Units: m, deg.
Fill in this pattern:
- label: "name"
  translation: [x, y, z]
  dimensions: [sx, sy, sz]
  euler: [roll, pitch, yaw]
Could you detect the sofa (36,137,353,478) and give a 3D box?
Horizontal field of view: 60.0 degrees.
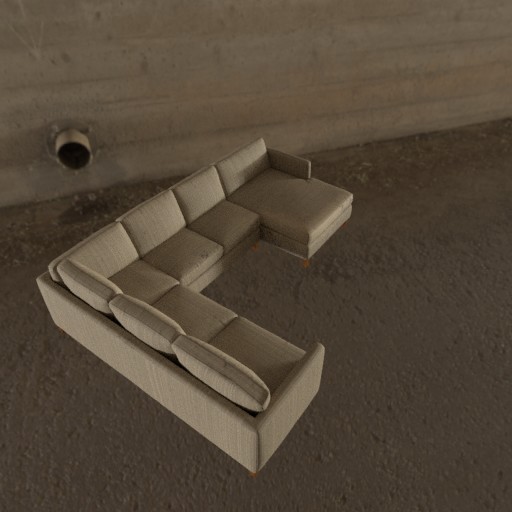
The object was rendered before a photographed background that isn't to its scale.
- label: "sofa"
  translation: [0.000, 0.000, 4.723]
  dimensions: [2.594, 0.961, 3.460]
  euler: [25, 47, 27]
